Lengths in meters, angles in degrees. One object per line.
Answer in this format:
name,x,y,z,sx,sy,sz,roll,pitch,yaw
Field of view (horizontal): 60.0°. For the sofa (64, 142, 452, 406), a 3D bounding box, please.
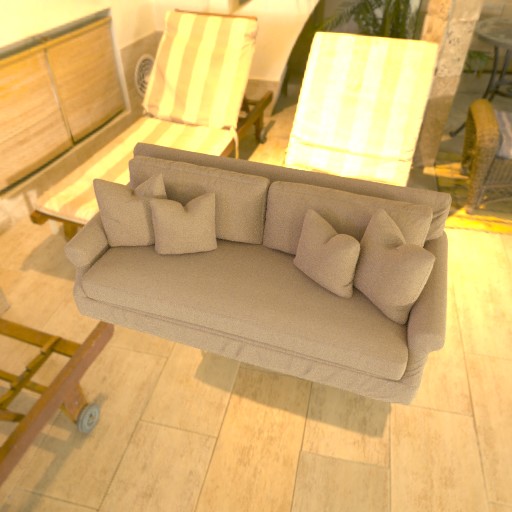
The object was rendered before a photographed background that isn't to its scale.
sofa,0.000,0.000,2.820,2.285,0.904,1.067,12,42,14
